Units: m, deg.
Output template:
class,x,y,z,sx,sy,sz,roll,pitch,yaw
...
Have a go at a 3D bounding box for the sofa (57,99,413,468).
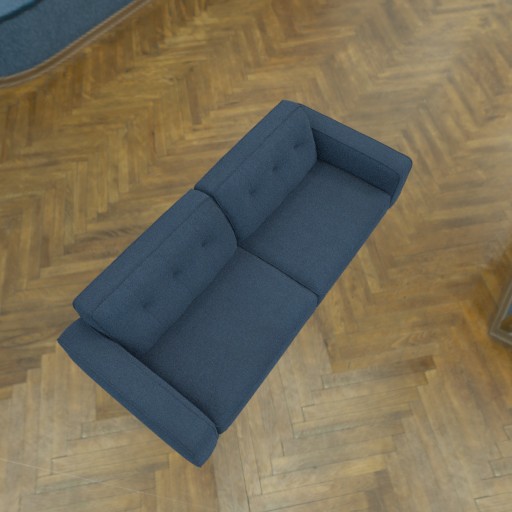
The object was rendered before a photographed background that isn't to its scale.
class,x,y,z,sx,sy,sz,roll,pitch,yaw
sofa,0.000,0.000,2.754,0.953,0.782,2.270,33,64,18
